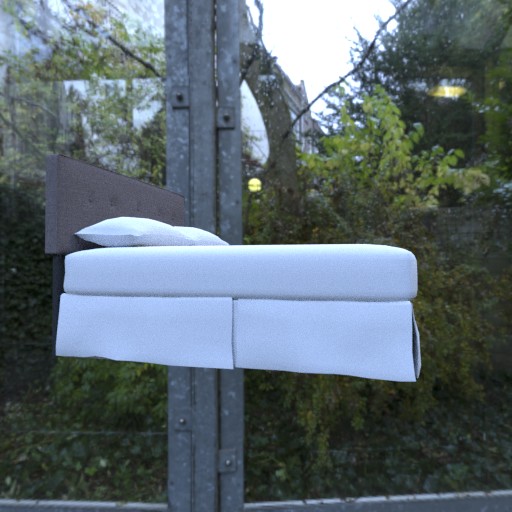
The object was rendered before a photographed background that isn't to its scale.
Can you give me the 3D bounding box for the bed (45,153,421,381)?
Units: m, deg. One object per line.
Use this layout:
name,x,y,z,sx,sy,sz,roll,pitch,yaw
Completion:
bed,0.000,0.000,2.851,1.894,1.089,1.610,0,-1,16
